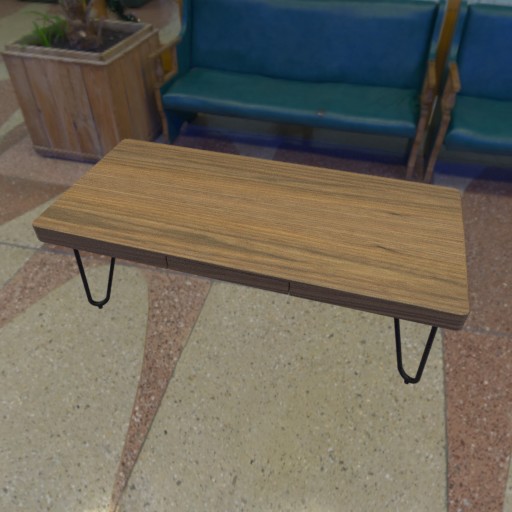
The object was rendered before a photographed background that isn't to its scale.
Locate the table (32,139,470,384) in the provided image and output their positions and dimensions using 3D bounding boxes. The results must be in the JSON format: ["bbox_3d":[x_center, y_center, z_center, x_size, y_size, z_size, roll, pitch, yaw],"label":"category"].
[{"bbox_3d":[0.000,0.000,1.696,1.375,0.468,0.637,11,43,12],"label":"table"}]
